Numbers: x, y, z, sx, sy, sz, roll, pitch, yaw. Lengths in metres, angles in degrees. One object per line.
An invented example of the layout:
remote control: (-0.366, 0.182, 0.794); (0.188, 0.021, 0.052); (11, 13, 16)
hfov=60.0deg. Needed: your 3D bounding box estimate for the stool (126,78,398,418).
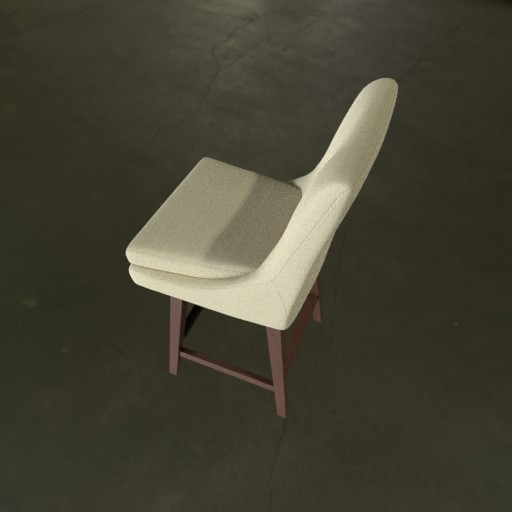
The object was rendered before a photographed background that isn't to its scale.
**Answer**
stool: (0.000, 0.000, 1.299); (0.559, 0.991, 0.483); (17, 49, 15)
